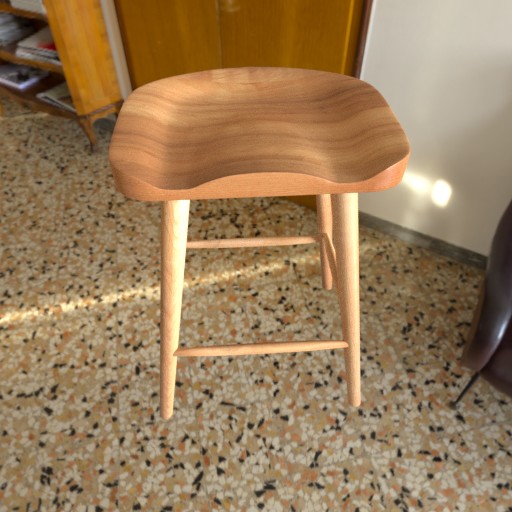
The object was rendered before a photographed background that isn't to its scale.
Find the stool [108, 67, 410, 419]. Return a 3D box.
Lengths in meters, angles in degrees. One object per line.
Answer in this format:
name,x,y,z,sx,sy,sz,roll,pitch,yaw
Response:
stool,0.000,0.000,0.870,0.440,0.615,0.361,-3,46,-3
